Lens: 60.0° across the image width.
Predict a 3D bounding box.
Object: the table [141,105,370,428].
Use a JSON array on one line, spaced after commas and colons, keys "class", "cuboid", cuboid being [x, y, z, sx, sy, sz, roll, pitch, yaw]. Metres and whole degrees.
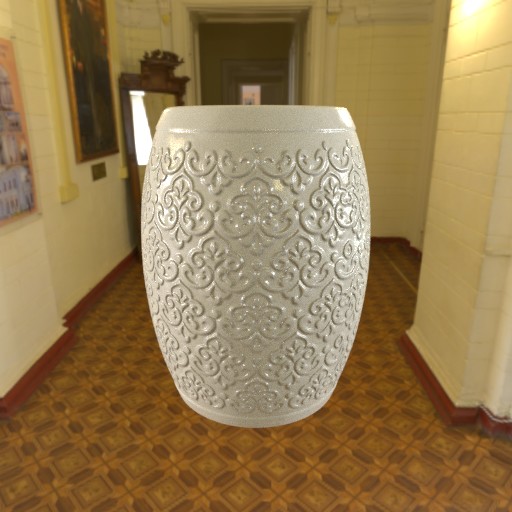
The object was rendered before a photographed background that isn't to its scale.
[{"class": "table", "cuboid": [0.000, 0.000, 0.624, 0.309, 0.397, 0.309, 0, 17, 0]}]
